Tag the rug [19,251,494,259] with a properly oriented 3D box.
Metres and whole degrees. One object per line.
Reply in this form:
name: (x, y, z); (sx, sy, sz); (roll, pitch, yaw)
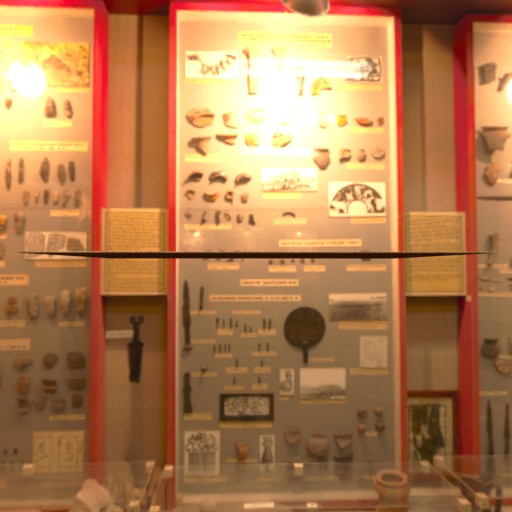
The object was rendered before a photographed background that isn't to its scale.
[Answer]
rug: (0.000, 0.000, 3.019); (2.428, 0.007, 1.519); (0, -1, -1)
